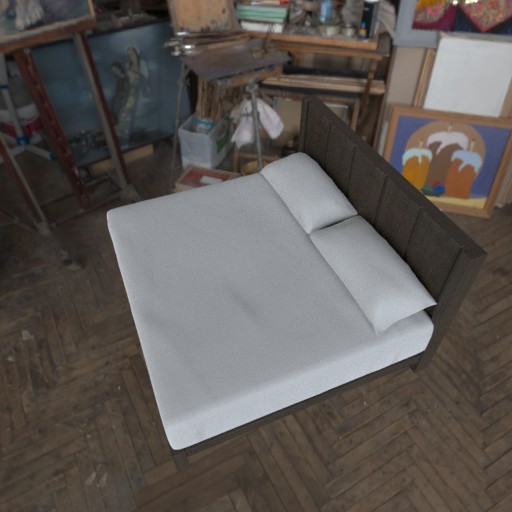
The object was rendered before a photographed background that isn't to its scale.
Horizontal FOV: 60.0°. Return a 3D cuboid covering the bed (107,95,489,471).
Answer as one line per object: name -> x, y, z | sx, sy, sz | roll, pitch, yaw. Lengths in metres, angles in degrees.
bed -> 0.000, 0.000, 3.419 | 2.012, 1.270, 2.134 | -17, 48, -15
